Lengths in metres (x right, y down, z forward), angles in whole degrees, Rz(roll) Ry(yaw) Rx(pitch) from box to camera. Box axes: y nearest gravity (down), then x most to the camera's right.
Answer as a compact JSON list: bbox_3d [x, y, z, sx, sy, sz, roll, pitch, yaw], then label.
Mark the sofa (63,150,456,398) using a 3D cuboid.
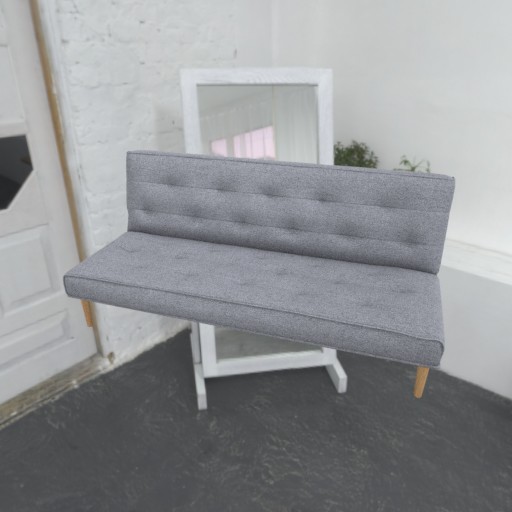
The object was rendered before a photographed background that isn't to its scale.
[{"bbox_3d":[0.000,0.000,2.281,1.820,0.830,0.810,8,27,16],"label":"sofa"}]
